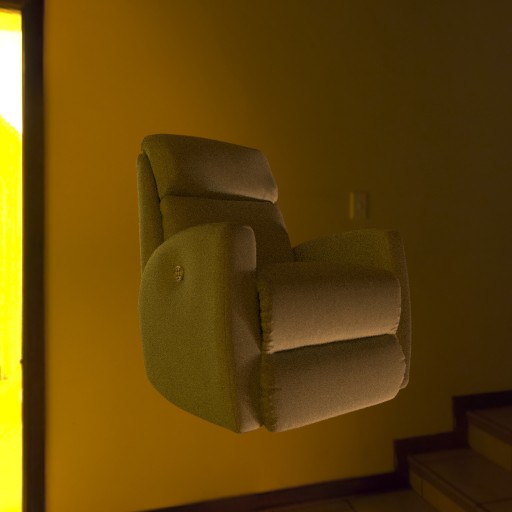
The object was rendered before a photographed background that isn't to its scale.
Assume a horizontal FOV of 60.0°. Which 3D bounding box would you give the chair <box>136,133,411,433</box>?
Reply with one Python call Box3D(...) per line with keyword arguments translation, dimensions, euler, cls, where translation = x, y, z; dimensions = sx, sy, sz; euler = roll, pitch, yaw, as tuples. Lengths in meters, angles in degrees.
Box3D(translation=(0.000, 0.000, 1.693), dimensions=(0.794, 1.016, 0.940), euler=(0, 0, -36), cls="chair")
